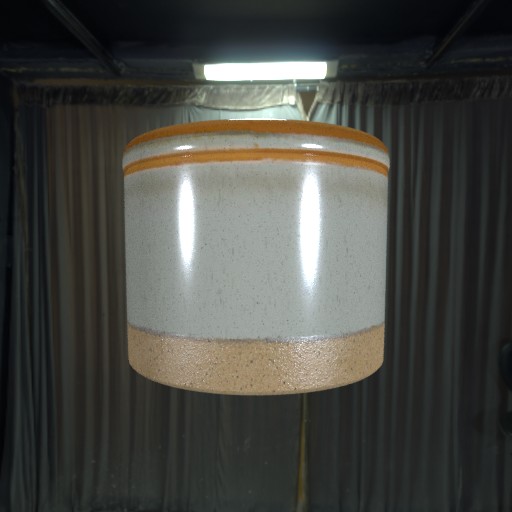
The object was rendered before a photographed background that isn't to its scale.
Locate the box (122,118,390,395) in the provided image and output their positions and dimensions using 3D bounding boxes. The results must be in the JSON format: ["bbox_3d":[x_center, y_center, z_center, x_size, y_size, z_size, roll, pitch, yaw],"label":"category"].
[{"bbox_3d":[0.000,0.000,0.214,0.123,0.100,0.123,0,1,0],"label":"box"}]
